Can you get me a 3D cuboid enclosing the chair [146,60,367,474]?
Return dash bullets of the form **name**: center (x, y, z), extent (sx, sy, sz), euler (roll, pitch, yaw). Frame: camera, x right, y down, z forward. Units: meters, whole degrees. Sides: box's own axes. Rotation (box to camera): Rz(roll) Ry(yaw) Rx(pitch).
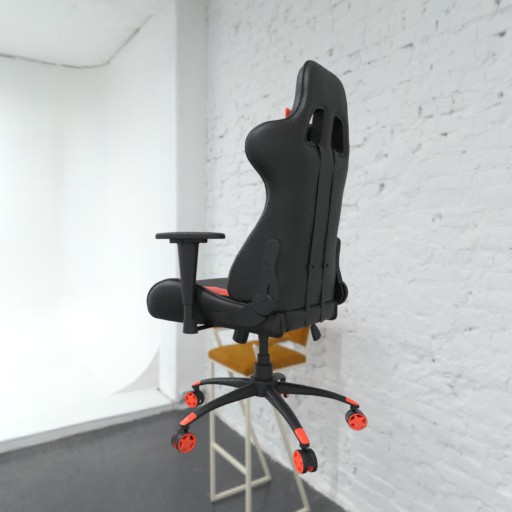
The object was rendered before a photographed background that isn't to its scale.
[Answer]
- **chair**: center (0.000, 0.000, 1.663), extent (0.730, 1.282, 0.695), euler (1, 3, 36)
